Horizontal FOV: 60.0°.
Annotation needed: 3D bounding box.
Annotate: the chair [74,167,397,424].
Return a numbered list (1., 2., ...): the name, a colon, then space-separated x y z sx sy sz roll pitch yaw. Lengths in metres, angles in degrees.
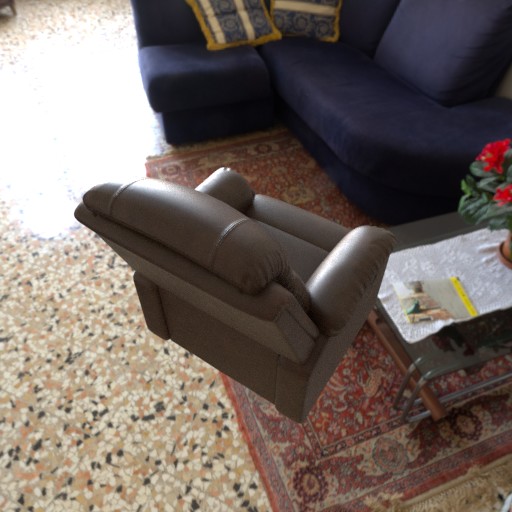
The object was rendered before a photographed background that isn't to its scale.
1. chair: 0.000 0.000 1.676 0.855 0.992 0.919 25 51 23
